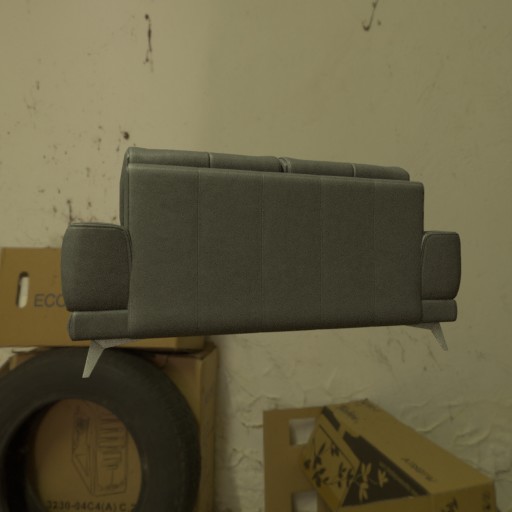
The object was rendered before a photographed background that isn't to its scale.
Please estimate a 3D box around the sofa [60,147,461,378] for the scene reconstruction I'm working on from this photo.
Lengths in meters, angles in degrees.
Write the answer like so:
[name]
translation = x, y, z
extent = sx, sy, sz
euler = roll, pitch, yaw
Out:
[sofa]
translation = 0.000, 0.000, 2.323
extent = 1.806, 0.907, 1.018
euler = 0, -1, -18
